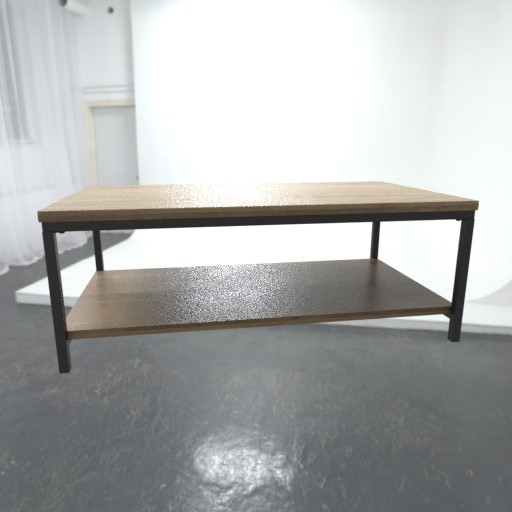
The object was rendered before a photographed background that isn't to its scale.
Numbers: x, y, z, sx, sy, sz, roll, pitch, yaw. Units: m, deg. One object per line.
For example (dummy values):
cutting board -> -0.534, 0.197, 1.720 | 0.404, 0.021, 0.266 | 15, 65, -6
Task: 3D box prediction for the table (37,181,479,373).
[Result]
table -> 0.000, 0.000, 1.372 | 1.062, 0.393, 0.574 | -2, 15, -9
